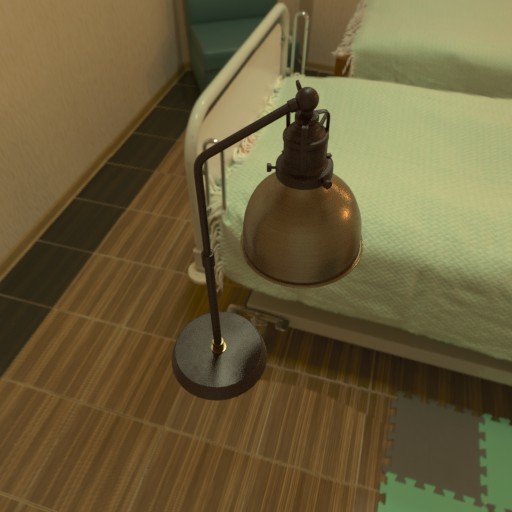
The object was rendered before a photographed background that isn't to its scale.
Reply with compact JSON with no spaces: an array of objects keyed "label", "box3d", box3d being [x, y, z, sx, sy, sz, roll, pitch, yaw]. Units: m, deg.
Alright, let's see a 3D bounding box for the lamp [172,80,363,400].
[{"label":"lamp","box3d":[0.000,0.000,0.612,0.298,0.469,0.175,-9,48,-9]}]
